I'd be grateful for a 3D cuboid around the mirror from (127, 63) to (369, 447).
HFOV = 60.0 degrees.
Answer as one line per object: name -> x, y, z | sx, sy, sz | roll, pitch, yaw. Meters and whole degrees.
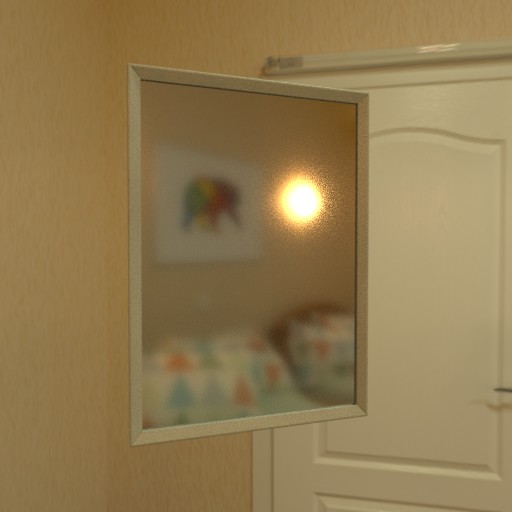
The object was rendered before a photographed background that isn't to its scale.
mirror -> 0.000, 0.000, 0.914 | 0.507, 0.710, 0.039 | 0, 1, -18
